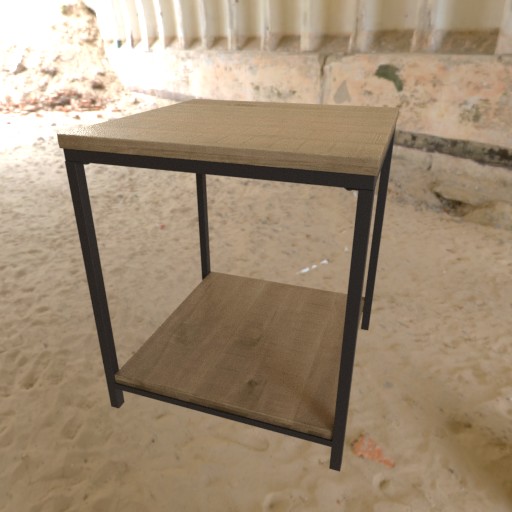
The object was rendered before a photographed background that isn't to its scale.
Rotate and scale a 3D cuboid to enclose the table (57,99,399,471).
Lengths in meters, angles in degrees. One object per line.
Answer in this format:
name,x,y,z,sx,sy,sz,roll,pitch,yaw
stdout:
table,0.000,0.000,0.983,0.507,0.589,0.503,9,27,17
